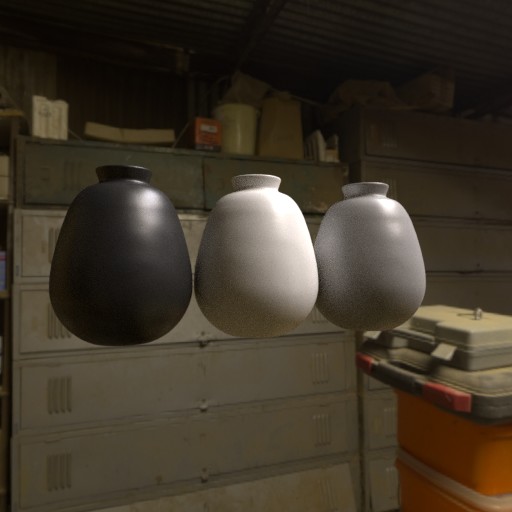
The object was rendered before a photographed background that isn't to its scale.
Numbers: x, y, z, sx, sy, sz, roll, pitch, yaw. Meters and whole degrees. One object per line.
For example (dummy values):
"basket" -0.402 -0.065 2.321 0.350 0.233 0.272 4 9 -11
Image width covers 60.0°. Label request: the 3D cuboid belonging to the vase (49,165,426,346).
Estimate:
"vase" 0.000 0.000 0.350 0.297 0.122 0.097 0 -1 -19
